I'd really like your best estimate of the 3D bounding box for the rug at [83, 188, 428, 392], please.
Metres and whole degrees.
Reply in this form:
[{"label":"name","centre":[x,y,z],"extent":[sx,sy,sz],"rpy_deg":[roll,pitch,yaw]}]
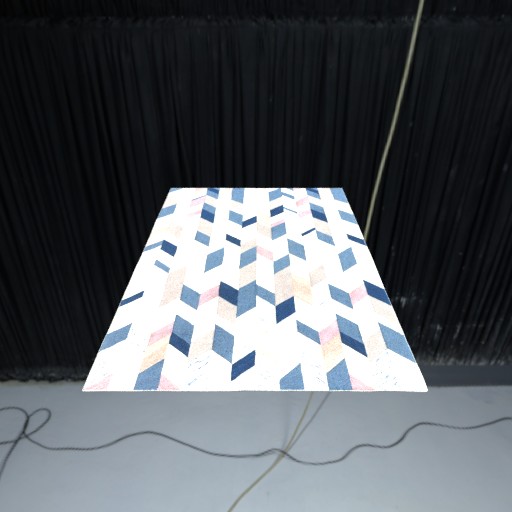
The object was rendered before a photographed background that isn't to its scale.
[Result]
[{"label":"rug","centre":[0.000,0.000,2.309],"extent":[1.202,0.006,1.813],"rpy_deg":[0,31,0]}]
